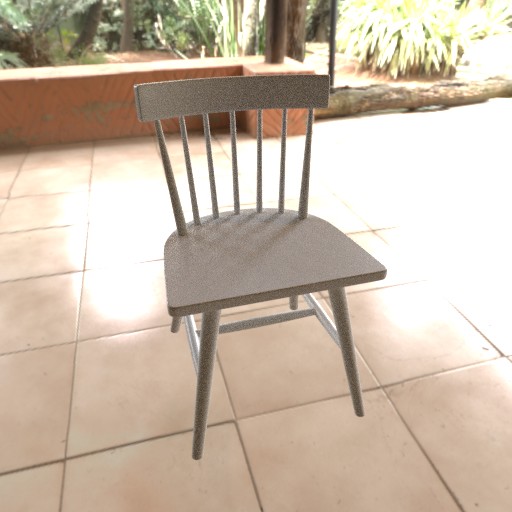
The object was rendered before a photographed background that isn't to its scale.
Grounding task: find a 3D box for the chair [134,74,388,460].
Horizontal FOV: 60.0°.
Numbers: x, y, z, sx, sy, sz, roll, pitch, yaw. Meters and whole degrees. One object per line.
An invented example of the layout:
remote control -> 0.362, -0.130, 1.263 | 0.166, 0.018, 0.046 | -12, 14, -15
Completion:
chair -> 0.000, 0.000, 1.115 | 0.483, 0.787, 0.500 | -9, 33, -14
